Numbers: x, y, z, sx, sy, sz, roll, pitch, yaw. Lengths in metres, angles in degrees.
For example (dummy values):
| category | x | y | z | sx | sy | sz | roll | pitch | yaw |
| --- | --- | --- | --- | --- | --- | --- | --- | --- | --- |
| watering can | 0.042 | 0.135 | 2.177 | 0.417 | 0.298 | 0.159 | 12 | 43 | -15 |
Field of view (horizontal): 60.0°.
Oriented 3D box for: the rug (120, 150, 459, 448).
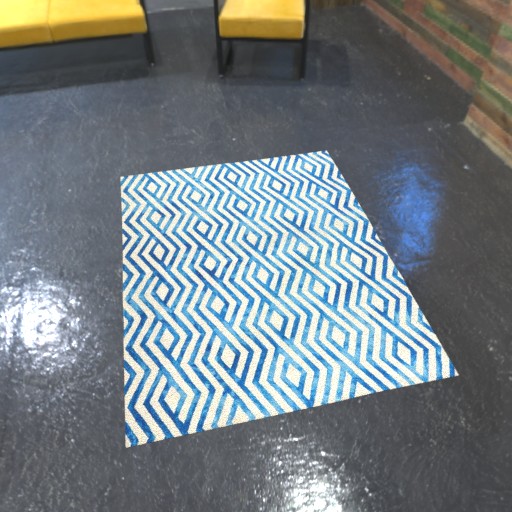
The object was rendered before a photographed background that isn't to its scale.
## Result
| category | x | y | z | sx | sy | sz | roll | pitch | yaw |
| --- | --- | --- | --- | --- | --- | --- | --- | --- | --- |
| rug | 0.000 | 0.000 | 4.155 | 2.453 | 0.008 | 3.059 | -9 | 47 | -9 |
